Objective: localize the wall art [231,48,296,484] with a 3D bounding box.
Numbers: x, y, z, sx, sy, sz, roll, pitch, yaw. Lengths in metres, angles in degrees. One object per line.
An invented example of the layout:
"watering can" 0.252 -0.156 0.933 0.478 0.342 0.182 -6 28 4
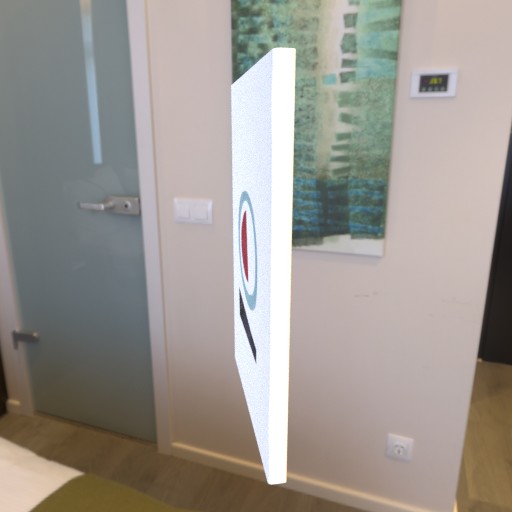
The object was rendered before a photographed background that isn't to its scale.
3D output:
"wall art" 0.000 0.000 1.162 0.048 0.902 0.602 -3 16 -9
